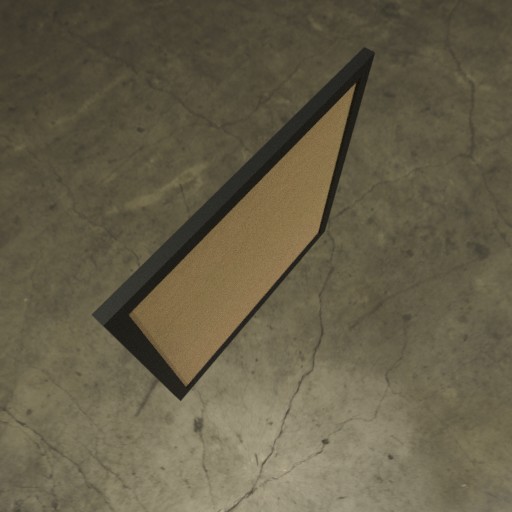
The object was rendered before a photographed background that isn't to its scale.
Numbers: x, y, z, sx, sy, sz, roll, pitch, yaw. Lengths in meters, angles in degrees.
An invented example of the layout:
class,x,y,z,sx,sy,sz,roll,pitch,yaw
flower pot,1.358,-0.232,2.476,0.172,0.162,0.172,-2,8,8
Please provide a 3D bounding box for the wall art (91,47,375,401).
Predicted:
class,x,y,z,sx,sy,sz,roll,pitch,yaw
wall art,0.000,0.000,0.533,0.013,0.356,0.356,36,69,16
